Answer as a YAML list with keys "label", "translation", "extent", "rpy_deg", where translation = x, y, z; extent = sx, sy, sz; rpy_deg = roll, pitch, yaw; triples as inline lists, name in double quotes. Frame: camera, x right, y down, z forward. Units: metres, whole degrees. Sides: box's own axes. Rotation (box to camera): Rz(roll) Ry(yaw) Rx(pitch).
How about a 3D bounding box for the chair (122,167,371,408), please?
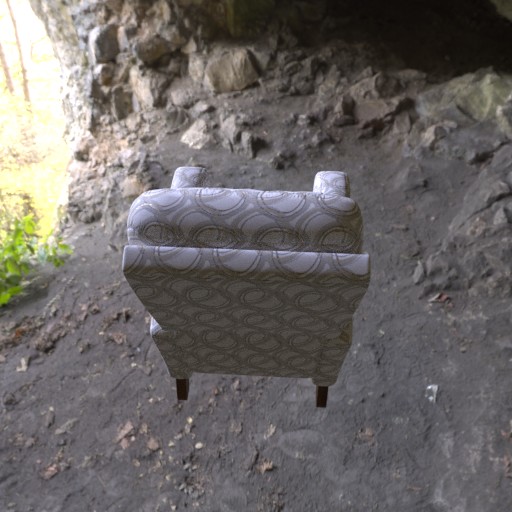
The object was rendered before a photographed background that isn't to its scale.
- label: "chair"
  translation: [0.000, 0.000, 1.764]
  extent: [0.796, 1.065, 0.995]
  rpy_deg: [2, 45, 2]
